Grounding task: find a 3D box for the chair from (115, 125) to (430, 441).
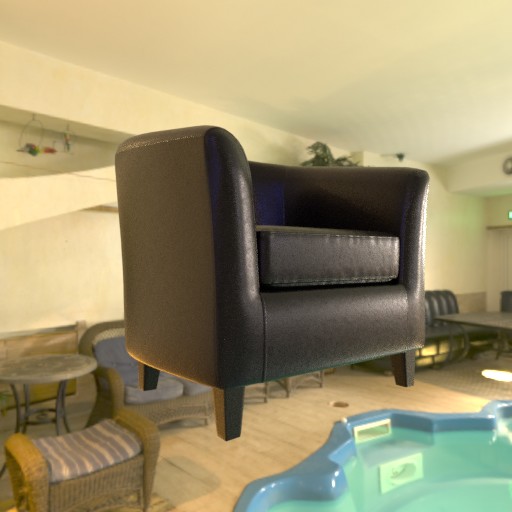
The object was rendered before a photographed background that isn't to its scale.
[{"bbox_3d":[0.000,0.000,1.361,0.793,0.756,0.727,0,0,-37],"label":"chair"}]
